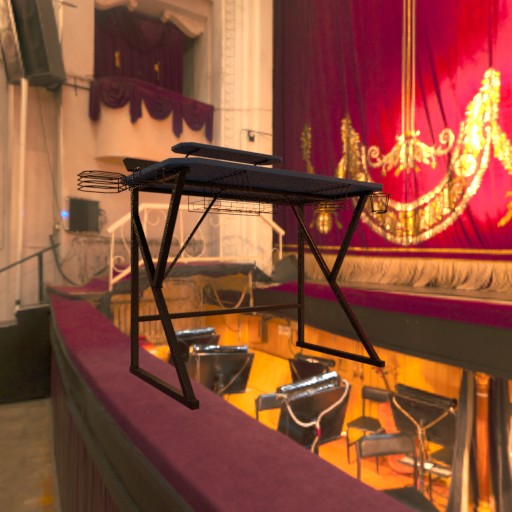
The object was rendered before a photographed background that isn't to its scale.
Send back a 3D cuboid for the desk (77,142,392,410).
[{"bbox_3d":[0.000,0.000,1.801,1.295,0.909,0.594,0,0,-36],"label":"desk"}]
